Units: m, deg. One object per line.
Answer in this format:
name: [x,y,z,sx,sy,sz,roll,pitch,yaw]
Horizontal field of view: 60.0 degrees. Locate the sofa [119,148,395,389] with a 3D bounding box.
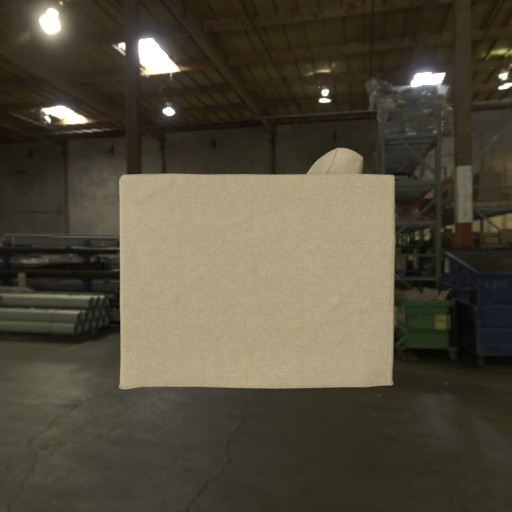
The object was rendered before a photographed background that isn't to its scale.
sofa: [0.000,0.000,2.427,0.962,0.835,1.959,0,1,0]
